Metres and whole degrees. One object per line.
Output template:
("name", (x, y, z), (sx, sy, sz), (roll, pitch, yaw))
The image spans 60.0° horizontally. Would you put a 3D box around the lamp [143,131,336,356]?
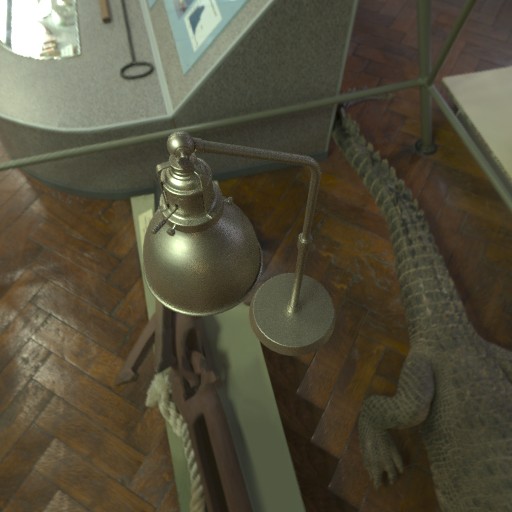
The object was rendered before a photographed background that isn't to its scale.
("lamp", (0.000, 0.000, 0.579), (0.286, 0.456, 0.153), (-13, 60, -8))
